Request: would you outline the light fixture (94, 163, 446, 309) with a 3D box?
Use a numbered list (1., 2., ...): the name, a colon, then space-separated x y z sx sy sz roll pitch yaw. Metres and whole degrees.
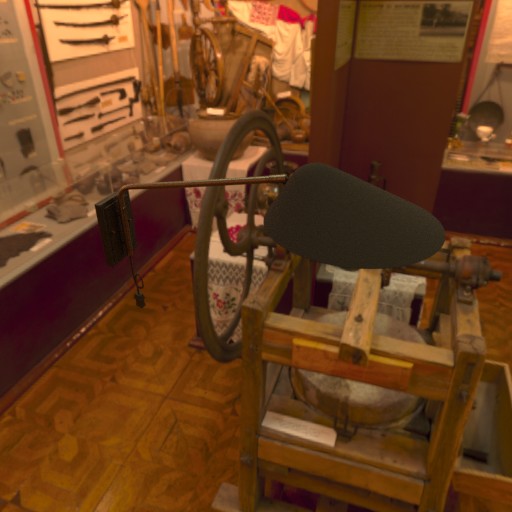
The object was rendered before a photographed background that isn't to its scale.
1. light fixture: 0.000 0.000 0.684 0.516 0.312 0.240 11 32 17
